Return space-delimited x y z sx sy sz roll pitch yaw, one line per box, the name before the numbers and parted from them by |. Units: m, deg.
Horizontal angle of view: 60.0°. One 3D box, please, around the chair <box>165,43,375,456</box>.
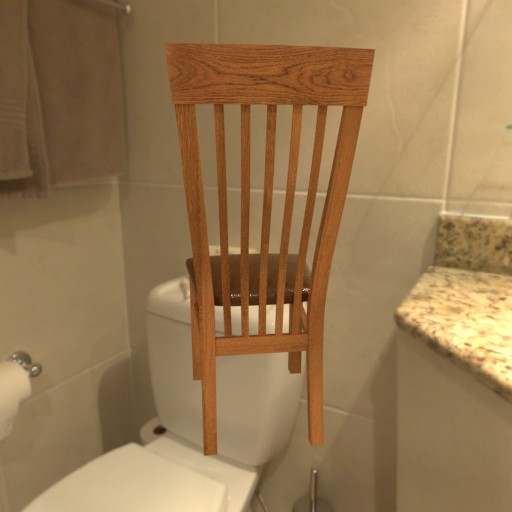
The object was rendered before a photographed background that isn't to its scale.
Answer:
chair | 0.000 0.000 1.327 0.450 1.050 0.580 -2 14 -7
